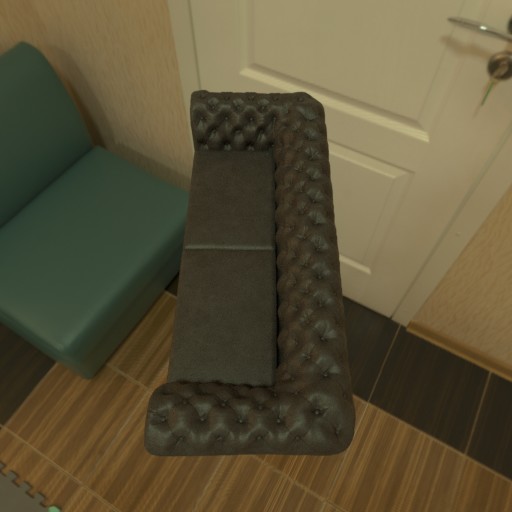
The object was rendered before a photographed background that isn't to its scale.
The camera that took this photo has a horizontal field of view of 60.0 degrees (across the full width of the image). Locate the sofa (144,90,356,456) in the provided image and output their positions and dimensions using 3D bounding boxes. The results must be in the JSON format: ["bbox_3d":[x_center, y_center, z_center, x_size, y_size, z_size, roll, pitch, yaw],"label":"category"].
[{"bbox_3d":[0.000,0.000,2.782,0.944,0.783,2.385,1,58,0],"label":"sofa"}]
